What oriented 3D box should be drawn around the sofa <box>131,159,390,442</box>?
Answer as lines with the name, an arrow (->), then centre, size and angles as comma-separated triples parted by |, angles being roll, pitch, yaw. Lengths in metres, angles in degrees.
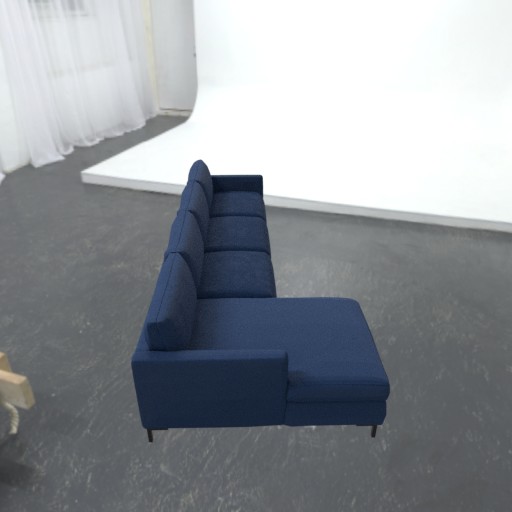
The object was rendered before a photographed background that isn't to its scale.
sofa -> 0.000, 0.000, 2.977 | 1.128, 0.679, 2.450 | -1, 29, -2
